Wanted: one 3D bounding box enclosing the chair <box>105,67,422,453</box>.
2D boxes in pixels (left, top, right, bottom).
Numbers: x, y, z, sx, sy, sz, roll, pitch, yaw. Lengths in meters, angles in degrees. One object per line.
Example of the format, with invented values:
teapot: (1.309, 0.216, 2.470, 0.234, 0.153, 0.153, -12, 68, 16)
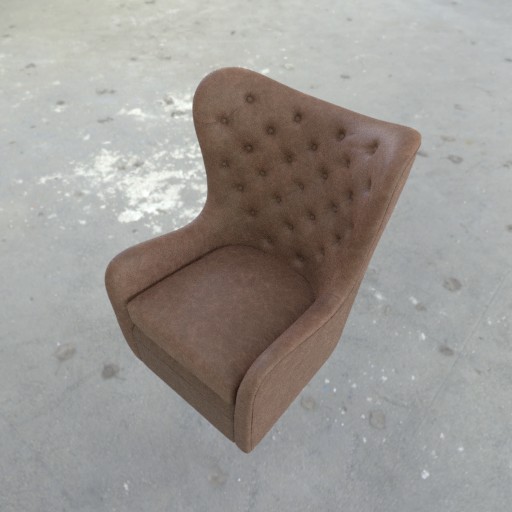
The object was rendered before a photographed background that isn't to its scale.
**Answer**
chair: (0.000, 0.000, 1.715, 0.831, 1.079, 0.930, 31, 53, 27)
